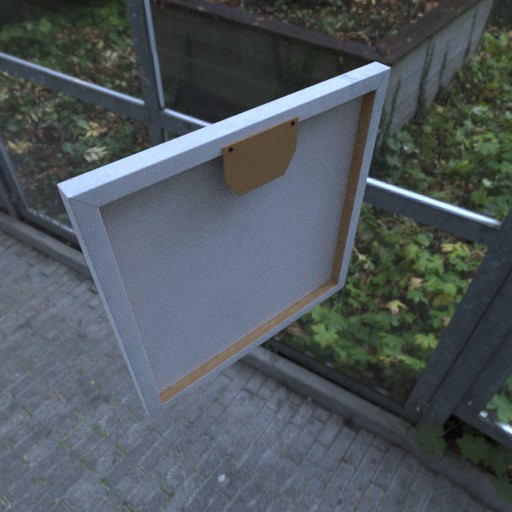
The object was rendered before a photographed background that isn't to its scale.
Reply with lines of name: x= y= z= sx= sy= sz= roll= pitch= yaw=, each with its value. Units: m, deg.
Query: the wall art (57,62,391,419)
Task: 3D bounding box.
wall art: x=0.000 y=0.000 z=0.889 sx=0.605 sy=0.605 sz=0.044 roll=-30 pitch=52 yaw=-26
